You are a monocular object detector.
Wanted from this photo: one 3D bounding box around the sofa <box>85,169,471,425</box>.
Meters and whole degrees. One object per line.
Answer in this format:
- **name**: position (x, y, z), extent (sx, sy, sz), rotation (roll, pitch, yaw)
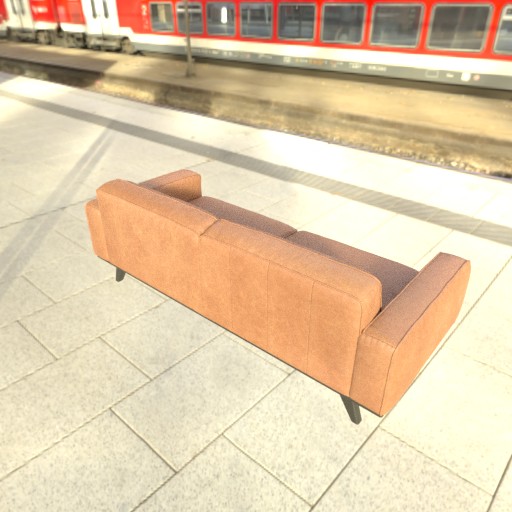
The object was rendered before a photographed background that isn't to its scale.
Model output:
- **sofa**: position (0.000, 0.000, 2.753), extent (2.270, 0.780, 0.953), rotation (23, 37, 34)
